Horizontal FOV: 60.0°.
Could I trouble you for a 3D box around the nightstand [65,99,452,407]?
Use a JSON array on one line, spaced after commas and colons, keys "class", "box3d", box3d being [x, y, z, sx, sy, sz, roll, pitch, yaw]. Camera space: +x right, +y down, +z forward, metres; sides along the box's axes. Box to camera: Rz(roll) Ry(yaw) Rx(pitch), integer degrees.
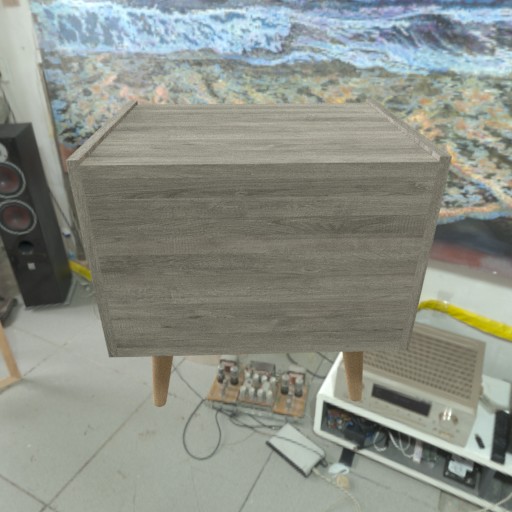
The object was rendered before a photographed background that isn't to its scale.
[{"class": "nightstand", "box3d": [0.000, 0.000, 0.839, 0.480, 0.500, 0.380, -1, 30, -2]}]
